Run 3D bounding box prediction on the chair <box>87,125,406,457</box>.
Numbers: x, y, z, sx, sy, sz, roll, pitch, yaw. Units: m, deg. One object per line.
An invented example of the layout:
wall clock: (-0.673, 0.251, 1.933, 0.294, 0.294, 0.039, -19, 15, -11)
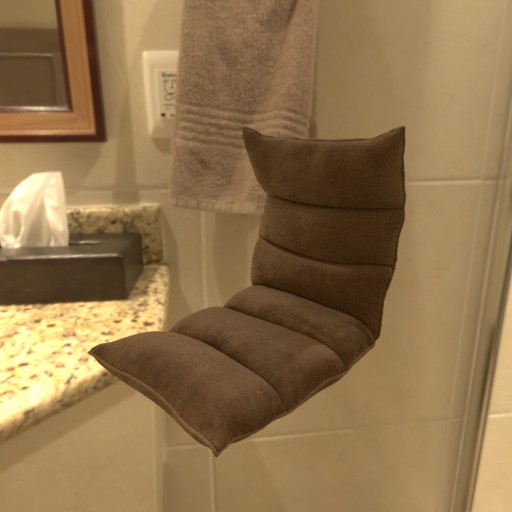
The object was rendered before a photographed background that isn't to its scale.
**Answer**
chair: (0.000, 0.000, 1.577, 0.714, 0.892, 0.985, 15, 22, 42)
